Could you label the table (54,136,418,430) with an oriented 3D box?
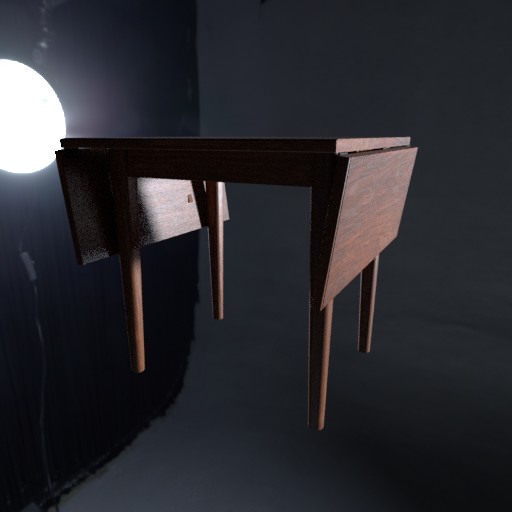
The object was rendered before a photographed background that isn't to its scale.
[{"bbox_3d":[0.000,0.000,1.475,0.843,0.763,0.812,8,17,27],"label":"table"}]
